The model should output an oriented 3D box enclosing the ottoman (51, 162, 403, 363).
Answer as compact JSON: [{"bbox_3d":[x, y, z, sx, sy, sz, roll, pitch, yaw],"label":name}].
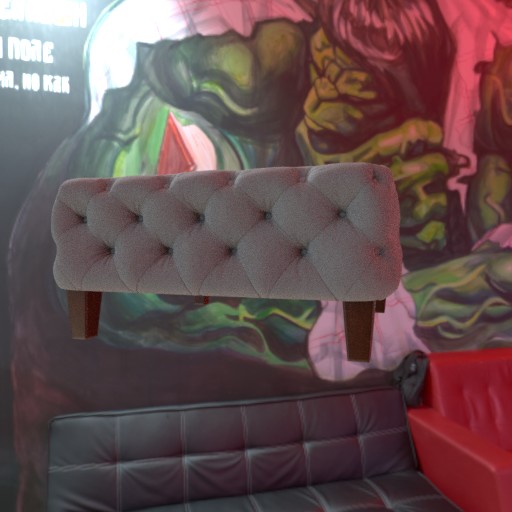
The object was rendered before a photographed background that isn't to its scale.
[{"bbox_3d":[0.000,0.000,1.451,0.911,0.439,0.917,0,1,19],"label":"ottoman"}]
